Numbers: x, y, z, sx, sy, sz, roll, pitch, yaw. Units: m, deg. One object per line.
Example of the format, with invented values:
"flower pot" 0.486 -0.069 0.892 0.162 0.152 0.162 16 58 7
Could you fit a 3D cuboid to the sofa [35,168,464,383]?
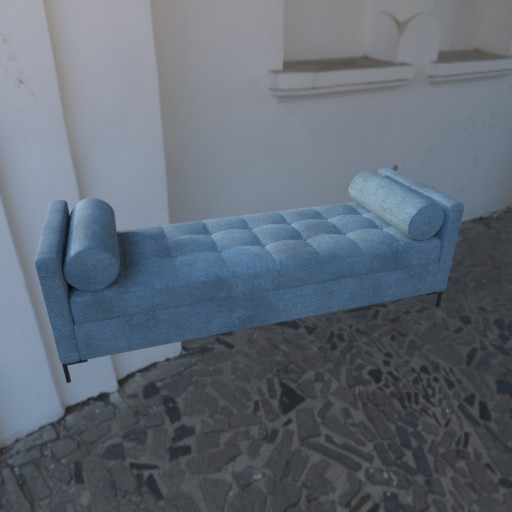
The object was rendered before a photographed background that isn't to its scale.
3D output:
"sofa" 0.000 0.000 2.360 1.981 0.635 0.686 -8 28 -16
